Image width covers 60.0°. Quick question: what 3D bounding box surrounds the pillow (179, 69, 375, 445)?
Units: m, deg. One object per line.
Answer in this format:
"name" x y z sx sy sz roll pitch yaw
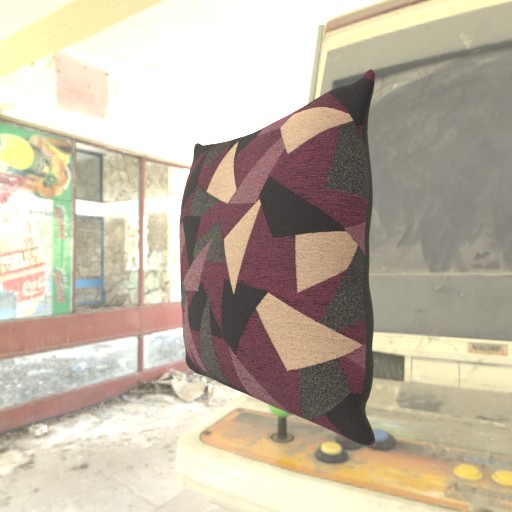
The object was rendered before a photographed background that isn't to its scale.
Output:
"pillow" 0.000 0.000 0.769 0.208 0.496 0.503 1 -1 -36
